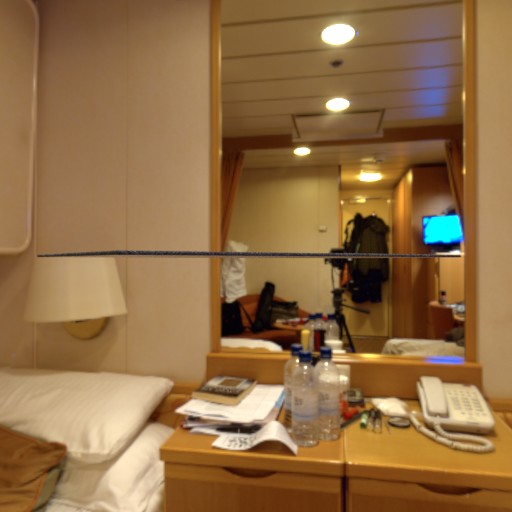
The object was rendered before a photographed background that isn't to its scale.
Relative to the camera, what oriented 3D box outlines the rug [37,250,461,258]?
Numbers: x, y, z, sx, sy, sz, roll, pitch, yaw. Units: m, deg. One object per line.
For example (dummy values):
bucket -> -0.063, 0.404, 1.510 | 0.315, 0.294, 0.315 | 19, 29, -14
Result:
rug -> 0.000, 0.000, 2.877 | 2.330, 0.017, 1.478 | 0, -1, -36
